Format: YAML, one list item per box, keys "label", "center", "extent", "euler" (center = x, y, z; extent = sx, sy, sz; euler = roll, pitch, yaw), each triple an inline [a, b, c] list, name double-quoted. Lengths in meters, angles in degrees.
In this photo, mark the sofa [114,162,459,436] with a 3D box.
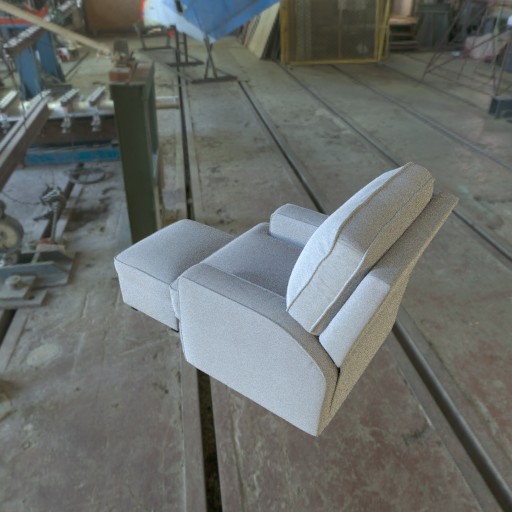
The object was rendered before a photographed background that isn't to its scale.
- label: "sofa"
  center: [0.000, 0.000, 2.069]
  extent: [1.472, 0.959, 0.861]
  euler: [21, 38, 29]
